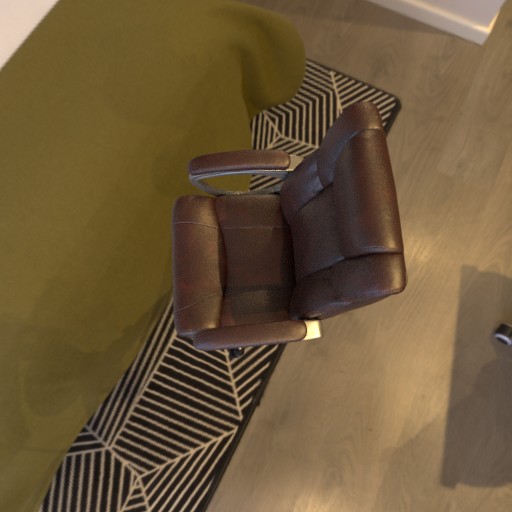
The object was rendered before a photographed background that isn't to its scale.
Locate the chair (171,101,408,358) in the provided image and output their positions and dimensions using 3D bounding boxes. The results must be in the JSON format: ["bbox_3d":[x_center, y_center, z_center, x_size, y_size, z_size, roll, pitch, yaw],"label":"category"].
[{"bbox_3d":[0.000,0.000,1.580,0.692,1.128,0.656,-4,75,-1],"label":"chair"}]
